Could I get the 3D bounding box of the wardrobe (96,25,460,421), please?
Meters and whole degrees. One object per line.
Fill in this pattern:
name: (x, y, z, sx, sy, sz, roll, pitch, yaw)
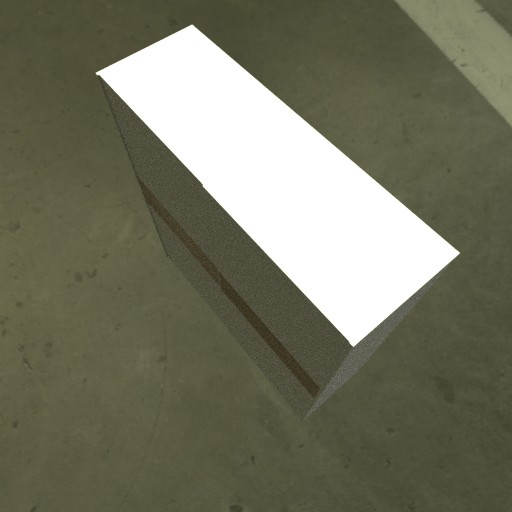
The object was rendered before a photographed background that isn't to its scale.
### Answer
wardrobe: (0.000, 0.000, 2.901, 0.600, 2.020, 1.830, -36, 68, -17)
